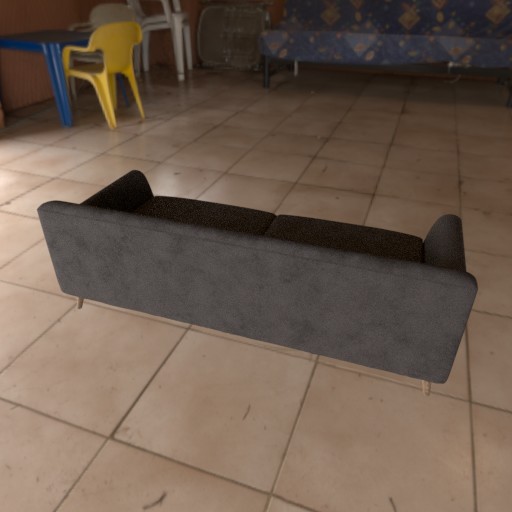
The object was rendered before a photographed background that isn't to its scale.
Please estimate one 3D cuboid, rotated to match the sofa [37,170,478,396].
[{"bbox_3d":[0.000,0.000,2.597,2.190,0.740,0.900,11,34,16],"label":"sofa"}]
